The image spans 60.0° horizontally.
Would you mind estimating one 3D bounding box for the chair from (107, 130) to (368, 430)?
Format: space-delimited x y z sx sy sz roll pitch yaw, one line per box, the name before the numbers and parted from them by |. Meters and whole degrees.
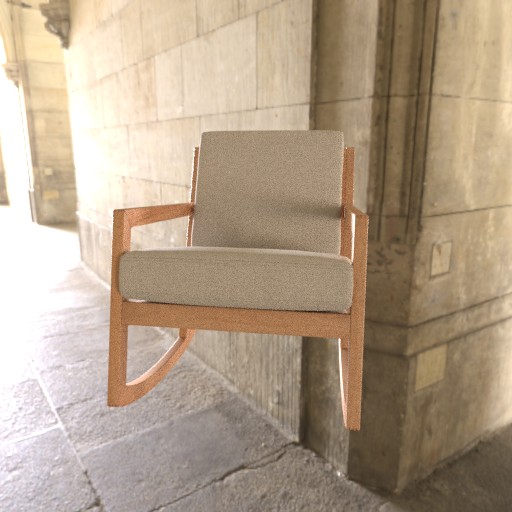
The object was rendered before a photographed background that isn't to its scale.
chair | 0.000 0.000 1.407 0.622 0.790 0.857 2 14 9
